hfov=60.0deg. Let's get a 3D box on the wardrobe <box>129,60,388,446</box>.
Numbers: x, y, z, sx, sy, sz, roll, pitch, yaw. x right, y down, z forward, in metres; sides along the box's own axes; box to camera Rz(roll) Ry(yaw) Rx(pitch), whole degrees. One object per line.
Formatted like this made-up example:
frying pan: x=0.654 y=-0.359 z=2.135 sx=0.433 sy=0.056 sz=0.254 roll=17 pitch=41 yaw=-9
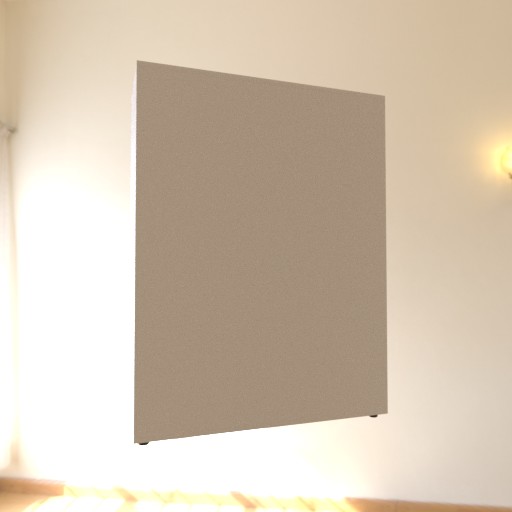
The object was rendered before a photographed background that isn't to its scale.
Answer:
wardrobe: x=0.000 y=0.000 z=1.671 sx=0.900 sy=1.200 sz=0.360 roll=1 pitch=-2 yaw=-18
